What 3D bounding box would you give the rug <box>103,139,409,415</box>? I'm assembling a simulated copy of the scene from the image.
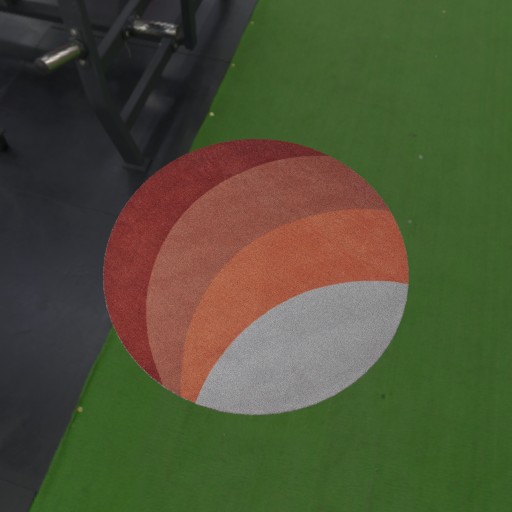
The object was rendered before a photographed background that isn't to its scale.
[{"bbox_3d":[0.000,0.000,2.223,1.514,0.015,1.514,0,63,0],"label":"rug"}]
